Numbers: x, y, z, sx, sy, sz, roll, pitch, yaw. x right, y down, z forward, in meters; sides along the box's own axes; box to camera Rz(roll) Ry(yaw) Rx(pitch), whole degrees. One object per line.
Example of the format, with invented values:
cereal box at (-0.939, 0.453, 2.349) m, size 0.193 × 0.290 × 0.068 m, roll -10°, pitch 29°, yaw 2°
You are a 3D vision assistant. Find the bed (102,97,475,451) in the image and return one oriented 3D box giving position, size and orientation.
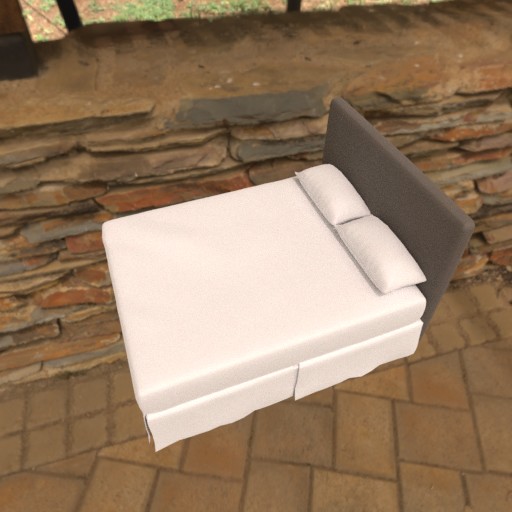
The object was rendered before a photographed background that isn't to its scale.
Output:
bed at (0.000, 0.000, 3.246) m, size 2.142 × 1.330 × 1.723 m, roll -15°, pitch 48°, yaw -14°
